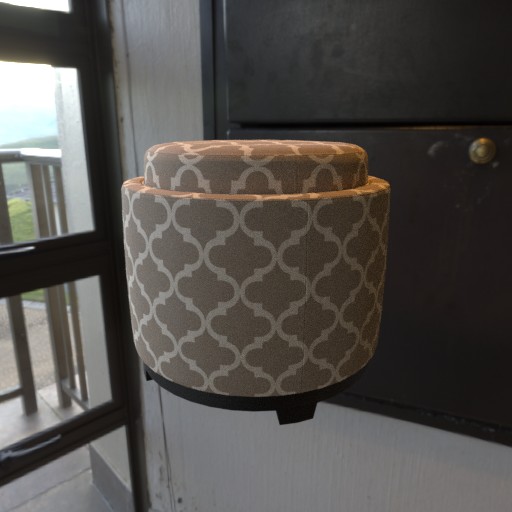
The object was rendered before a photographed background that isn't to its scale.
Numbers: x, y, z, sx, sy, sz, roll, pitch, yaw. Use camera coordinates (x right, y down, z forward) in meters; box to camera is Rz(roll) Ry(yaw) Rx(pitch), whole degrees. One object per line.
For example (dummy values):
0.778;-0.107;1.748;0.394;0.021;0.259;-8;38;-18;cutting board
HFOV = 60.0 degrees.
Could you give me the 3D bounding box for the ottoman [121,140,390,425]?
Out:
0.000;0.000;0.850;0.480;0.429;0.480;0;16;0;ottoman
